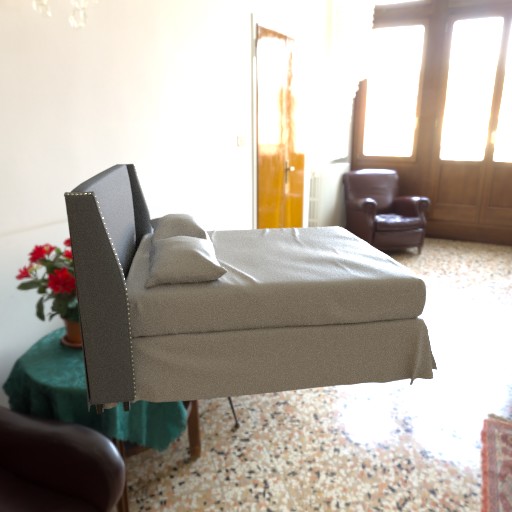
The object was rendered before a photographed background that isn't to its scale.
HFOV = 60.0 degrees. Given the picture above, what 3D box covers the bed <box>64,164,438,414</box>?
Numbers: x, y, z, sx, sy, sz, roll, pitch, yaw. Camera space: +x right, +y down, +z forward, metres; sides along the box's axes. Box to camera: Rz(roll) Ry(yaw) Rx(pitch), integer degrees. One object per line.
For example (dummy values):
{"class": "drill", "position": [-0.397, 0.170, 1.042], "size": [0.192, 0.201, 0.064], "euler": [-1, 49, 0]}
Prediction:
{"class": "bed", "position": [0.000, 0.000, 3.466], "size": [2.276, 1.332, 1.925], "euler": [-2, 16, -8]}
